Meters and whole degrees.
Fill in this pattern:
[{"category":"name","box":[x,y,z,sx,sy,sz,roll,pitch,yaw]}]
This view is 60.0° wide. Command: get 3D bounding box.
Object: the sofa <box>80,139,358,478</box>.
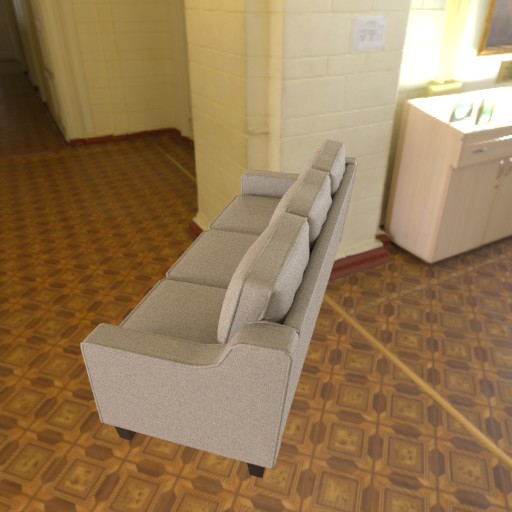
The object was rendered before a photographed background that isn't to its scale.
[{"category":"sofa","box":[0.000,0.000,2.587,0.899,0.950,2.129,9,31,15]}]
